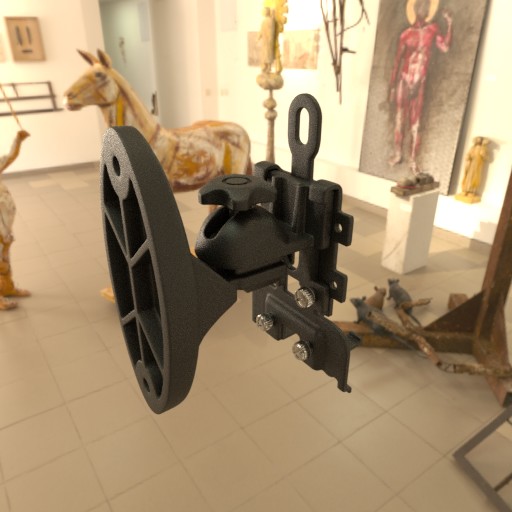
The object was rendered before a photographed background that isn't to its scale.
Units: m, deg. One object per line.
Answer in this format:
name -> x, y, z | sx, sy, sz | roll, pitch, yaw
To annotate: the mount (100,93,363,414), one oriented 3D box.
mount -> 0.000, 0.000, 0.174 | 0.100, 0.118, 0.066 | -17, 30, -32
